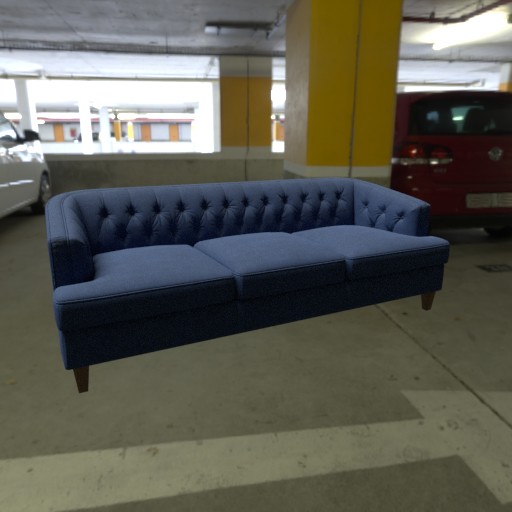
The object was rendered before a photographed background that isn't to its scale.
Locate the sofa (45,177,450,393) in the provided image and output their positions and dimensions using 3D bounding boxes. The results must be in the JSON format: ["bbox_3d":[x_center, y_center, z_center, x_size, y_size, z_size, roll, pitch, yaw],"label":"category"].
[{"bbox_3d":[0.000,0.000,2.621,2.235,0.787,0.914,-8,17,-26],"label":"sofa"}]
